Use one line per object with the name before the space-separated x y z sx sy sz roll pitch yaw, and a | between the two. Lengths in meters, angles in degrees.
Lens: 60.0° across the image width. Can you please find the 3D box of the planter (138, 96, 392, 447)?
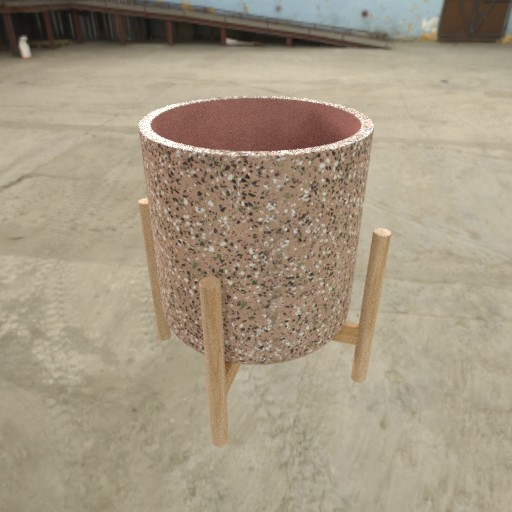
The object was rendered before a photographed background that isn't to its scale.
planter | 0.000 0.000 0.690 0.360 0.419 0.360 23 38 33
